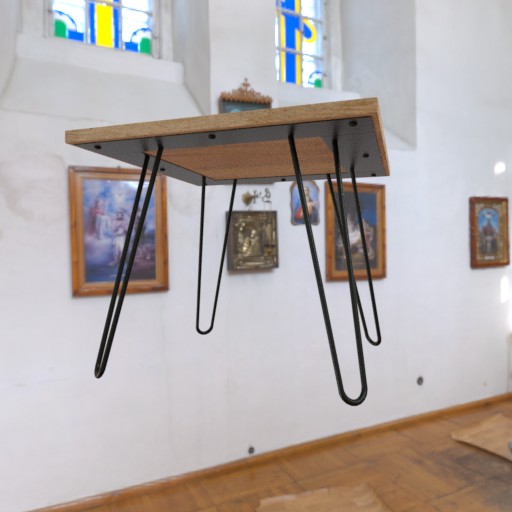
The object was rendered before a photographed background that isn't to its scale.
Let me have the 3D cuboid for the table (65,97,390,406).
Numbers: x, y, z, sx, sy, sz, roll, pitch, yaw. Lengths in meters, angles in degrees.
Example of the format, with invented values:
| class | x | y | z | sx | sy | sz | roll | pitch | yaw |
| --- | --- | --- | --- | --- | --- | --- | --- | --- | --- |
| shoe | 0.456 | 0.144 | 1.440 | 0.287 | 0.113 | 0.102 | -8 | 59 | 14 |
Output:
| class | x | y | z | sx | sy | sz | roll | pitch | yaw |
| --- | --- | --- | --- | --- | --- | --- | --- | --- | --- |
| table | 0.000 | 0.000 | 1.067 | 0.599 | 0.500 | 0.599 | 0 | 0 | 19 |
